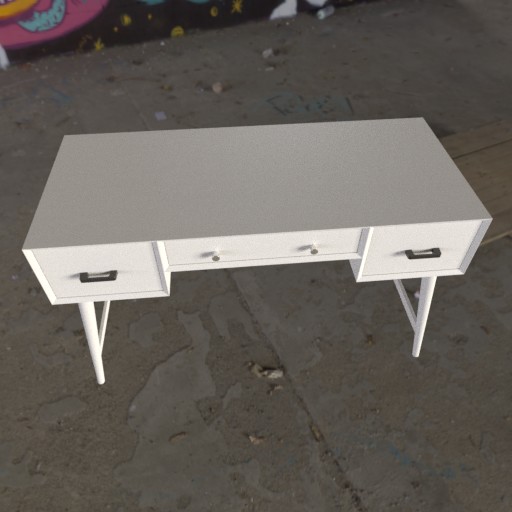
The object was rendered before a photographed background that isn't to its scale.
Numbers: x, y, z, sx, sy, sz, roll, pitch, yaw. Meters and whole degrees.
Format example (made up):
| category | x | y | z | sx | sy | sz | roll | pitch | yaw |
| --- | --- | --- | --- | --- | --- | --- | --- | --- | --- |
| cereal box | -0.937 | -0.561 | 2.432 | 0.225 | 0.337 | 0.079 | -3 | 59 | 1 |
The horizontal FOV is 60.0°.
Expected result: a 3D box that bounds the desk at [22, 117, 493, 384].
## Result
| category | x | y | z | sx | sy | sz | roll | pitch | yaw |
| --- | --- | --- | --- | --- | --- | --- | --- | --- | --- |
| desk | 0.000 | 0.000 | 1.696 | 1.313 | 0.762 | 0.589 | -4 | 47 | -4 |
